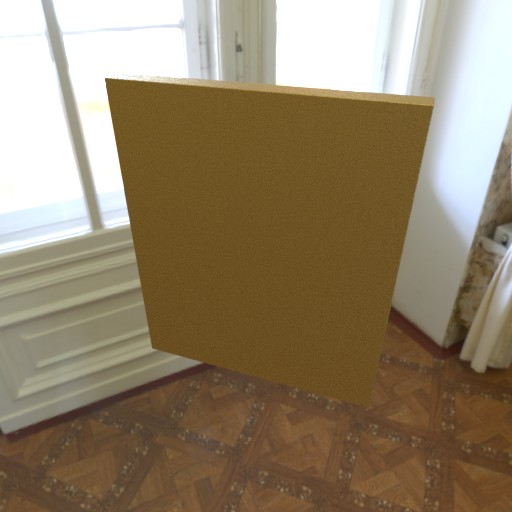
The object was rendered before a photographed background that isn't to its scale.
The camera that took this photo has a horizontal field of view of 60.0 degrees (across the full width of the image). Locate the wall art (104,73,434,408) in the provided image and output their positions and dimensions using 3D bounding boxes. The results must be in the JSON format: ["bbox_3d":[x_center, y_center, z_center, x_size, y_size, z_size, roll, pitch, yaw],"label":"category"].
[{"bbox_3d":[0.000,0.000,0.879,0.537,0.642,0.048,11,35,16],"label":"wall art"}]
